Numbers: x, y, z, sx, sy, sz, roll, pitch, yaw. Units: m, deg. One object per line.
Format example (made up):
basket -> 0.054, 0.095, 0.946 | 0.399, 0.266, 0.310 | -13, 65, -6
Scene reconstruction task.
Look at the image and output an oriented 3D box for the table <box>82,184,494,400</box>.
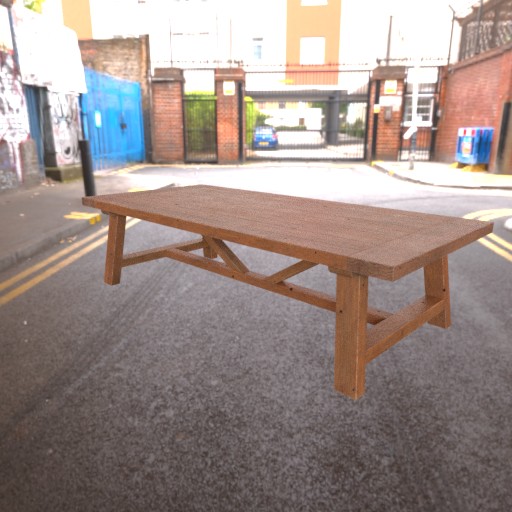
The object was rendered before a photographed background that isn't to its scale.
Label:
table -> 0.000, 0.000, 2.116 | 1.800, 0.465, 0.820 | 15, 22, 42
